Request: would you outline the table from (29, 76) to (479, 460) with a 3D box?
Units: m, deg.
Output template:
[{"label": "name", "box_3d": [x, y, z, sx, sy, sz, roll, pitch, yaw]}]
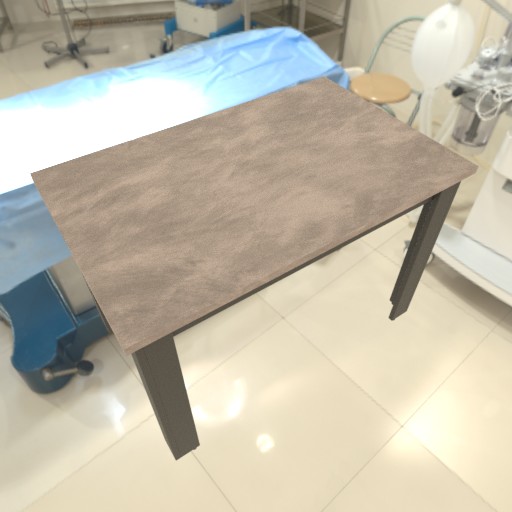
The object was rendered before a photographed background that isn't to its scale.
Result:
[{"label": "table", "box_3d": [0.000, 0.000, 1.552, 1.100, 0.734, 0.700, -26, 52, -22]}]
